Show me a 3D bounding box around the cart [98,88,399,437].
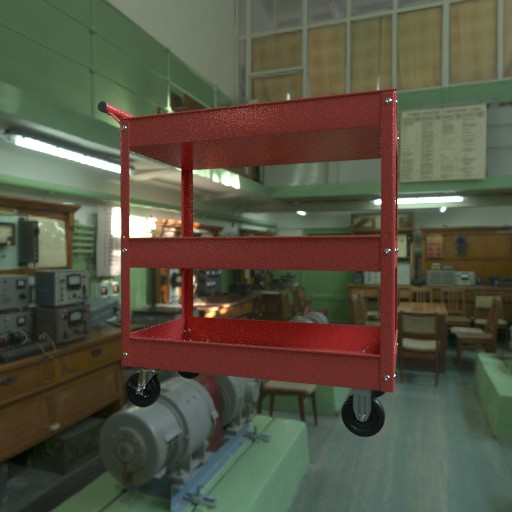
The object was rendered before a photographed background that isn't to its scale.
[{"bbox_3d":[0.000,0.000,1.181,0.719,0.780,0.366,0,1,19],"label":"cart"}]
